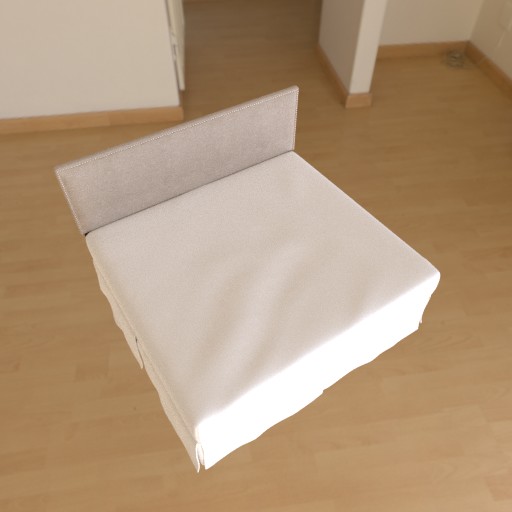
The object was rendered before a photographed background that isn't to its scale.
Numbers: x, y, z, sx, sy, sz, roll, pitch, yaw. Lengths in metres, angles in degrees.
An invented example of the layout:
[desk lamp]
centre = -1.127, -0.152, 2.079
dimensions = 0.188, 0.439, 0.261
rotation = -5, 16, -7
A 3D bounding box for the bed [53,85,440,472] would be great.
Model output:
[bed]
centre = 0.000, 0.000, 3.381
dimensions = 2.170, 1.346, 1.914
rotation = -26, 53, -22
